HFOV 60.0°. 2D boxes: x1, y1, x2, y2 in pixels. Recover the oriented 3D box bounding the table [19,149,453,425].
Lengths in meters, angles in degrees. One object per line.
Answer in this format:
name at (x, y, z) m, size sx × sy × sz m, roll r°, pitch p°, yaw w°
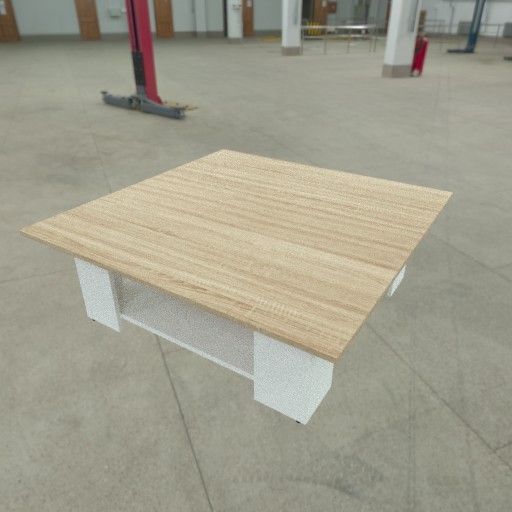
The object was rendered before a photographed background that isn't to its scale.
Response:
table at (0.000, 0.000, 1.340) m, size 0.890 × 0.305 × 0.890 m, roll 18°, pitch 34°, yaw 28°
